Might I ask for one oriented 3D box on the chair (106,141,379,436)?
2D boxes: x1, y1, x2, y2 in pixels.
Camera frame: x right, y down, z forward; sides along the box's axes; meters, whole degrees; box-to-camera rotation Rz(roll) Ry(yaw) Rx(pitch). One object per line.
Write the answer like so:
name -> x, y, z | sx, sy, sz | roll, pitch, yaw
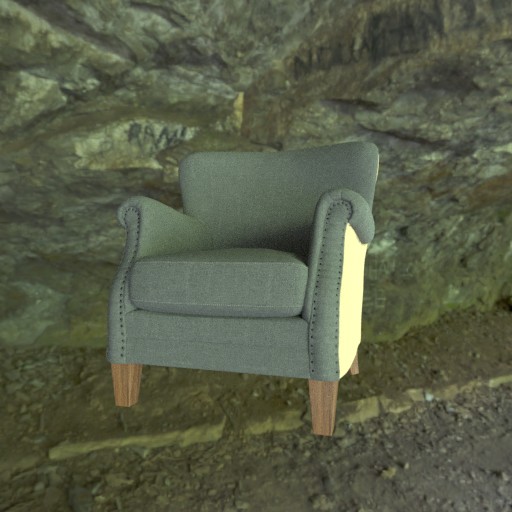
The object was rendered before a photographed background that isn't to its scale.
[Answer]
chair -> 0.000, 0.000, 1.643 | 0.861, 0.936, 0.921 | 0, 1, 17
